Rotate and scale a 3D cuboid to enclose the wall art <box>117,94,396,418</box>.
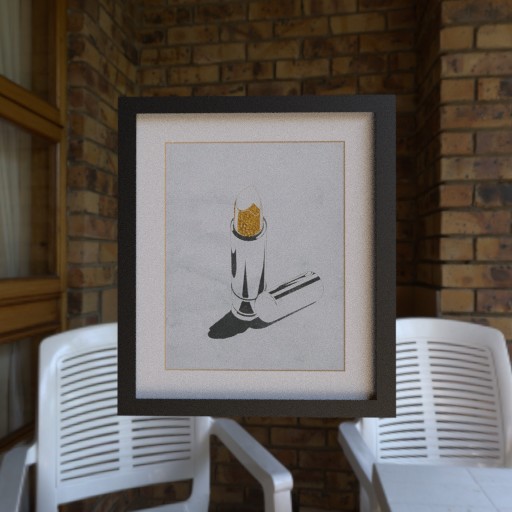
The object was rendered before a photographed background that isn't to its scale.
[{"bbox_3d":[0.000,0.000,0.535,0.330,0.381,0.019,0,0,1],"label":"wall art"}]
